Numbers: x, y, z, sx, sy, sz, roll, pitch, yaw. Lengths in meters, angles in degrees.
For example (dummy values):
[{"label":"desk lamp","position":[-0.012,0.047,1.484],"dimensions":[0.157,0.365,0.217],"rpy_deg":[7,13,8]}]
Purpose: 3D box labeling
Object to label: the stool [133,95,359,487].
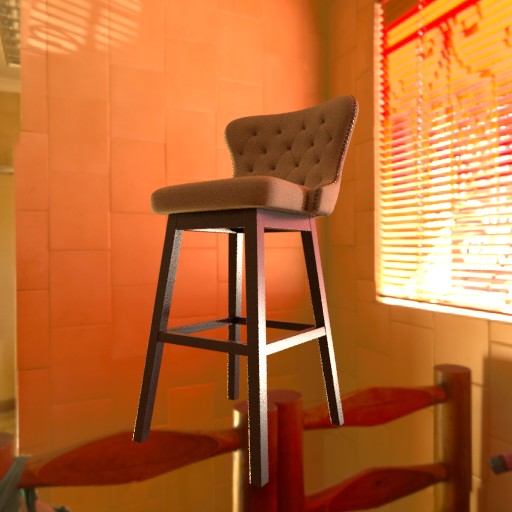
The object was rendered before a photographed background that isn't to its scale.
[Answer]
[{"label":"stool","position":[0.000,0.000,1.398],"dimensions":[0.528,1.066,0.605],"rpy_deg":[0,1,35]}]
